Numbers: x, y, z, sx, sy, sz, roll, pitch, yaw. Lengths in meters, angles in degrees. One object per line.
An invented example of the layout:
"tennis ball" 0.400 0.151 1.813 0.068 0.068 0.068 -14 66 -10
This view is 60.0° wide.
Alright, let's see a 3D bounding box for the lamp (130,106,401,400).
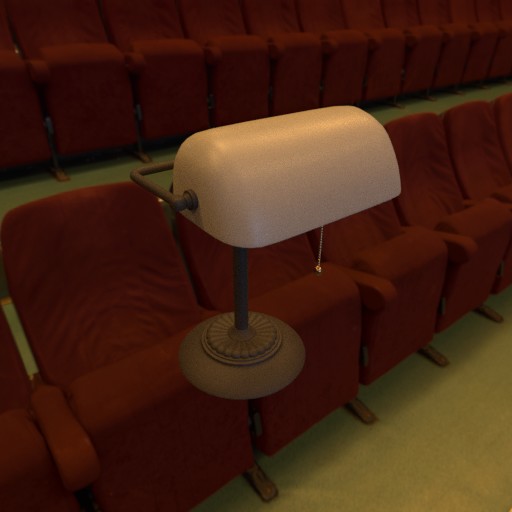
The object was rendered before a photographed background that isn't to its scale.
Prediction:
"lamp" 0.000 0.000 0.524 0.264 0.339 0.243 -21 36 -33
